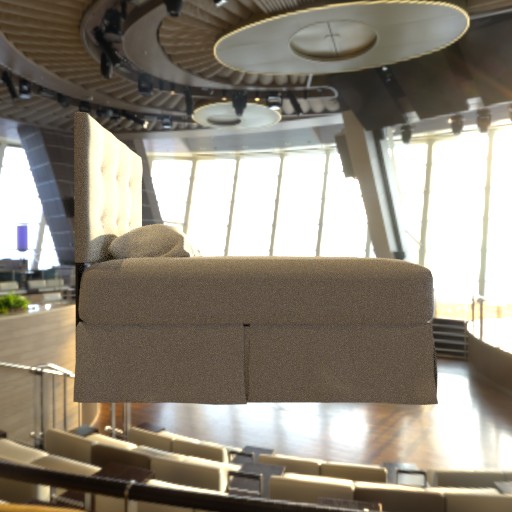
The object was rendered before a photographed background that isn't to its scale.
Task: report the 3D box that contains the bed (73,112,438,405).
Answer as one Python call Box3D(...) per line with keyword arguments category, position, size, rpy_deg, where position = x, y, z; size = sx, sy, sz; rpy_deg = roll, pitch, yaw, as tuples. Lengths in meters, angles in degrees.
Box3D(category="bed", position=(0.000, 0.000, 2.949), size=(1.997, 1.571, 1.261), rpy_deg=(0, 1, 0))
